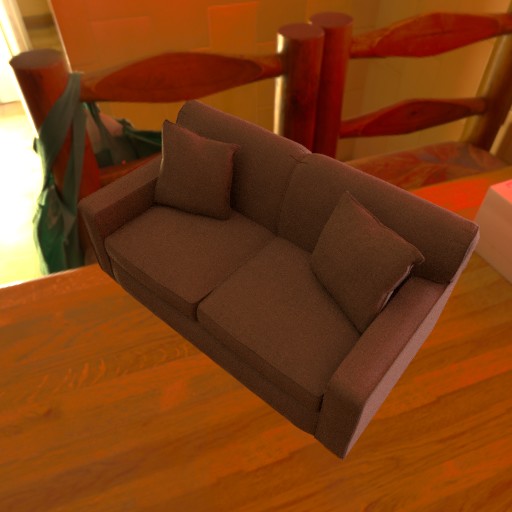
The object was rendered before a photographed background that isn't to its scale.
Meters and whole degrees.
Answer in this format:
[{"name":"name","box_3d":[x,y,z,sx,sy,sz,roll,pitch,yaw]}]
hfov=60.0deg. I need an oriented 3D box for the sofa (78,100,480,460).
[{"name":"sofa","box_3d":[0.000,0.000,2.408,1.846,0.958,1.000,31,54,27]}]
